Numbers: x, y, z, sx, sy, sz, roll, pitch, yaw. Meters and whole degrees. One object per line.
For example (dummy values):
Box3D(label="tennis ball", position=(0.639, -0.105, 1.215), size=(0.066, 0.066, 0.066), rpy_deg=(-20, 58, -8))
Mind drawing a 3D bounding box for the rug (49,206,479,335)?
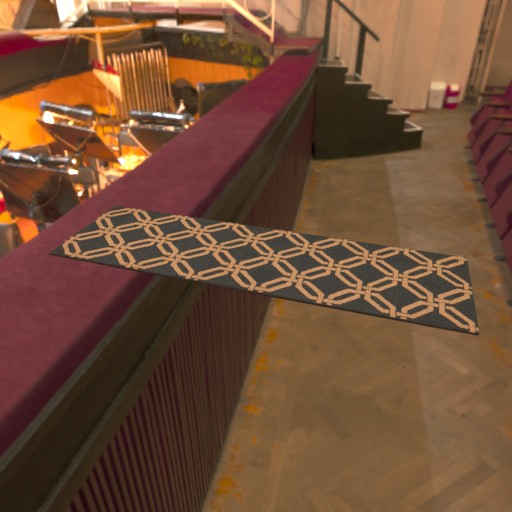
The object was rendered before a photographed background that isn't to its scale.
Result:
Box3D(label="rug", position=(0.000, 0.000, 2.514), size=(2.276, 0.014, 0.678), rpy_deg=(9, 33, 15))
